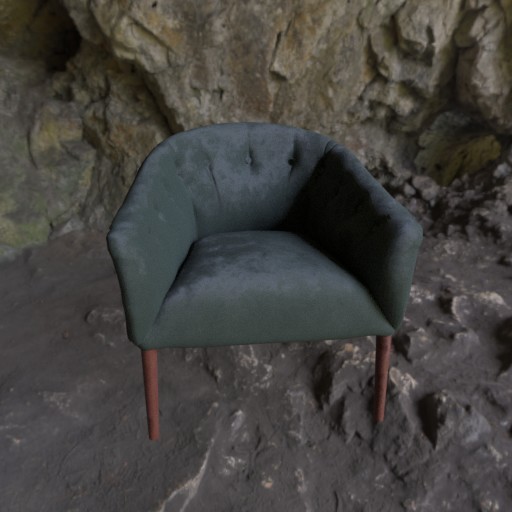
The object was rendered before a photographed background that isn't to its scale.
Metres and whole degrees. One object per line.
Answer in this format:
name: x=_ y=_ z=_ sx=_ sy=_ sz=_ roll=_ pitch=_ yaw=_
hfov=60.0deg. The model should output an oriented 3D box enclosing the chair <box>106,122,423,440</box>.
chair: x=0.000 y=0.000 z=1.538 sx=0.851 sy=0.885 sz=0.776 roll=-2 pitch=17 yaw=-7
